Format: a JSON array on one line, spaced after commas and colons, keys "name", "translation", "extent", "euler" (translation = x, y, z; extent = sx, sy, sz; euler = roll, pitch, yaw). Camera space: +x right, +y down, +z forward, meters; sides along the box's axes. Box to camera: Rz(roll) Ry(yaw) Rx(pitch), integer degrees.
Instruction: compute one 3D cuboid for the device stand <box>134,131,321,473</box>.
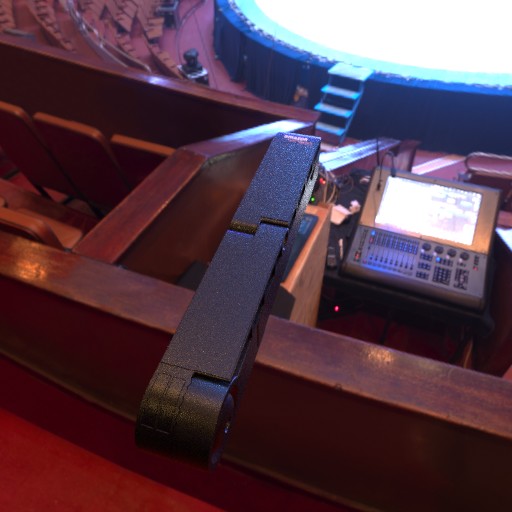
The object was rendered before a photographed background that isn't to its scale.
[{"name": "device stand", "translation": [0.000, 0.000, 0.194], "extent": [0.026, 0.030, 0.179], "euler": [12, 47, 12]}]
